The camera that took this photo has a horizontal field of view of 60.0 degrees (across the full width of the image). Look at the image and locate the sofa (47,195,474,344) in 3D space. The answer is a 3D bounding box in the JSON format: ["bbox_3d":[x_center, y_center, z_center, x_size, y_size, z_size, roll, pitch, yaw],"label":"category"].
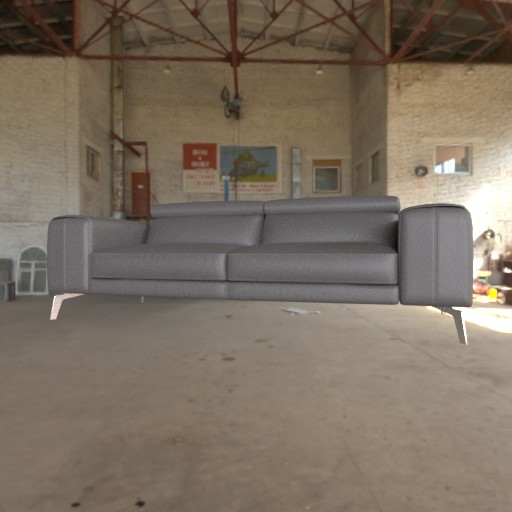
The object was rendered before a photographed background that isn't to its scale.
[{"bbox_3d":[0.000,0.000,2.753,2.321,0.759,1.023,0,1,18],"label":"sofa"}]
